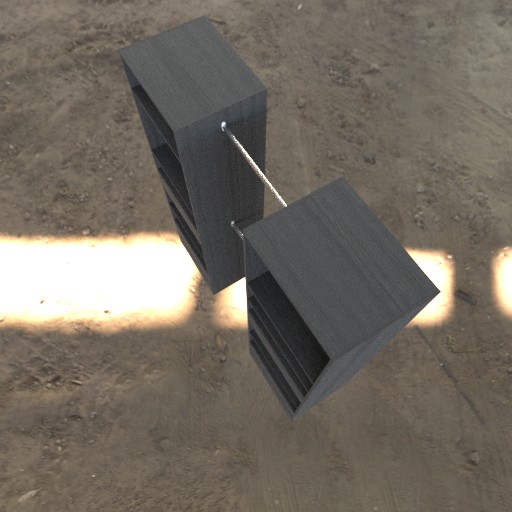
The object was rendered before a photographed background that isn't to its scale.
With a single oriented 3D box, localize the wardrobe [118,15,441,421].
[{"bbox_3d":[0.000,0.000,2.774,0.480,2.000,1.770,-29,68,-13],"label":"wardrobe"}]
